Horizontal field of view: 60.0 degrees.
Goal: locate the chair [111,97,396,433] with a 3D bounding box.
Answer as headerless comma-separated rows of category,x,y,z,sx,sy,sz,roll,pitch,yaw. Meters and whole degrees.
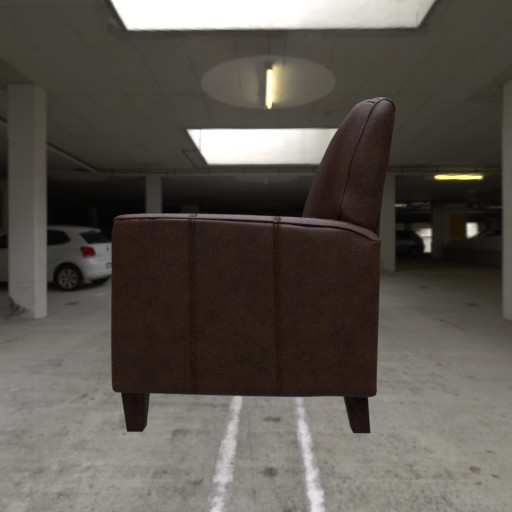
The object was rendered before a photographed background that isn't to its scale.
chair,0.000,0.000,1.633,0.850,1.010,0.839,0,0,1
